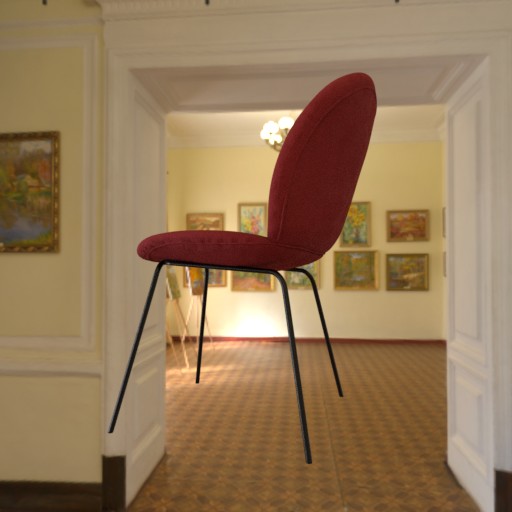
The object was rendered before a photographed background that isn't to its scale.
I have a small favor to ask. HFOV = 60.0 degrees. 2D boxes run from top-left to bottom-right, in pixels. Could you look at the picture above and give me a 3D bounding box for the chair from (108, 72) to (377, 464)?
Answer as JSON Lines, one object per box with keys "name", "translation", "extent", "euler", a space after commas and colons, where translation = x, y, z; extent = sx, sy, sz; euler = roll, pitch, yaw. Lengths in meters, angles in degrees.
{"name": "chair", "translation": [0.000, 0.000, 1.112], "extent": [0.587, 0.791, 0.458], "euler": [0, -1, 19]}
